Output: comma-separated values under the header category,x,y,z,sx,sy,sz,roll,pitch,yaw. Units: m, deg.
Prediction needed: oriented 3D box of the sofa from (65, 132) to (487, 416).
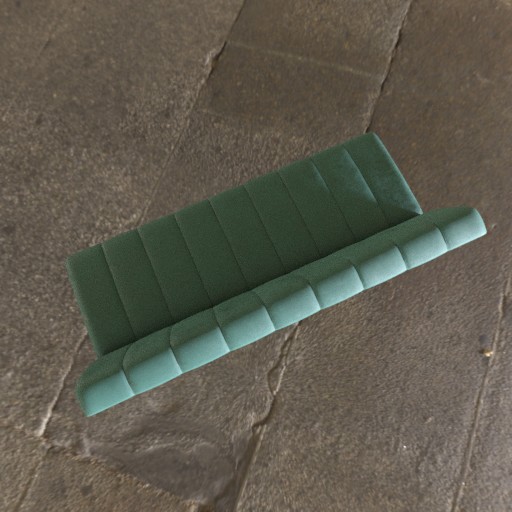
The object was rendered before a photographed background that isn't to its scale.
category,x,y,z,sx,sy,sz,roll,pitch,yaw
sofa,0.000,0.000,2.242,1.810,0.820,0.830,-24,75,-7
